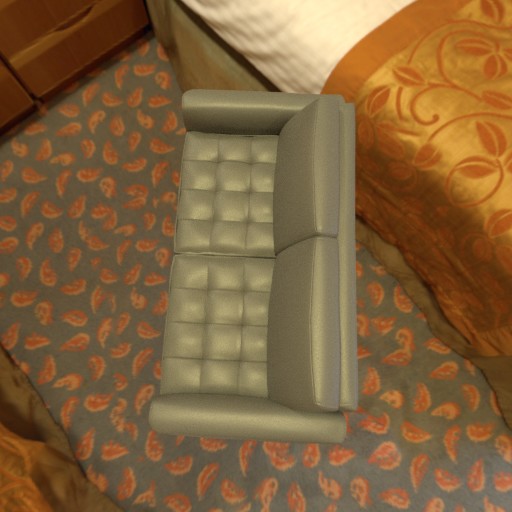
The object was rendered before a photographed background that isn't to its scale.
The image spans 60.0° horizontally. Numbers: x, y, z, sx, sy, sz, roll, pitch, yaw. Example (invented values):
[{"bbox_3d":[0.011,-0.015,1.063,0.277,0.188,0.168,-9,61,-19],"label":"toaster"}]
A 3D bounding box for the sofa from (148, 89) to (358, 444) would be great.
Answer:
[{"bbox_3d":[0.000,0.000,2.781,1.121,0.930,2.177,3,75,1],"label":"sofa"}]
